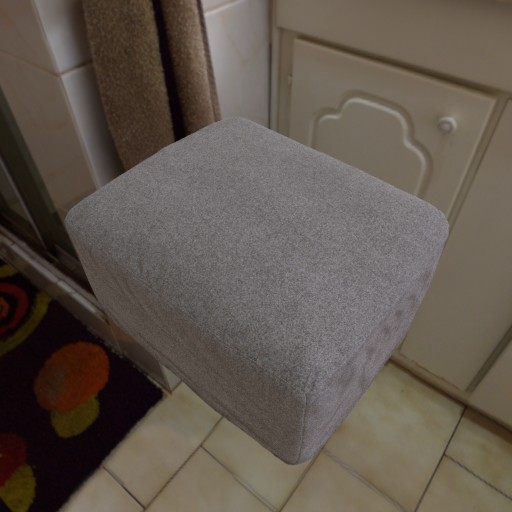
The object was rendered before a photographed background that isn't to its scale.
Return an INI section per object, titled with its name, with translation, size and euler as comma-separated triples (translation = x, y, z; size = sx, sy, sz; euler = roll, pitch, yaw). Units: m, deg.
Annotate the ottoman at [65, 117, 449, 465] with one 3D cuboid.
[ottoman]
translation = 0.000, 0.000, 1.246
size = 0.837, 0.481, 0.683
euler = 32, 55, 26
